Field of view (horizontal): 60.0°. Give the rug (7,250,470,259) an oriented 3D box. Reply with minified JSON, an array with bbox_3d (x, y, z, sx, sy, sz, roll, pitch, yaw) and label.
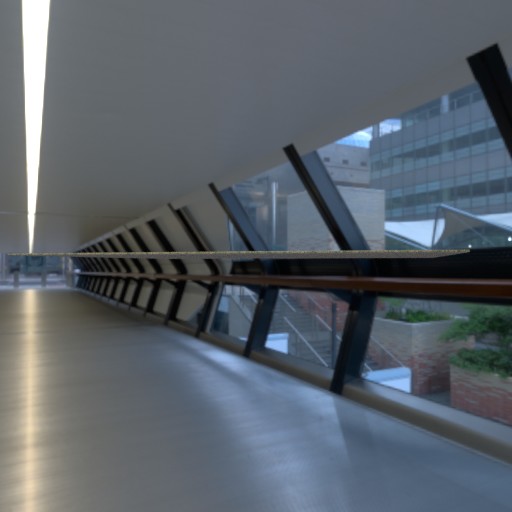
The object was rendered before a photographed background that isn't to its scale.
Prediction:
[{"bbox_3d":[0.000,0.000,4.047,3.201,0.014,2.437,0,-1,17],"label":"rug"}]
